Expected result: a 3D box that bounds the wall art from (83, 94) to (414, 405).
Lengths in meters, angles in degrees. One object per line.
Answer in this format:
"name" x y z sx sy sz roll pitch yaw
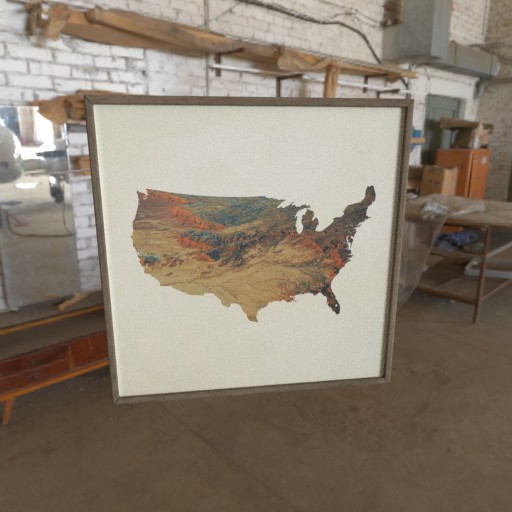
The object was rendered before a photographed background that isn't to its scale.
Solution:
"wall art" 0.000 0.000 1.113 0.749 0.751 0.050 -2 15 -8
